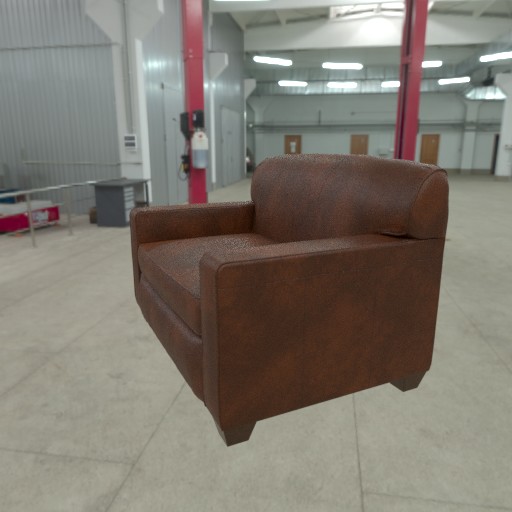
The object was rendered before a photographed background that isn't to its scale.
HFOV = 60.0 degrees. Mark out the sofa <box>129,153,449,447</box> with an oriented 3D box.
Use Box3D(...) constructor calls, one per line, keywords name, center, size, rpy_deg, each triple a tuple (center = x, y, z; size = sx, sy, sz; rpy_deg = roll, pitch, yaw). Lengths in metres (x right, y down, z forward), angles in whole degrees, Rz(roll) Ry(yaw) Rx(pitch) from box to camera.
Box3D(name="sofa", center=(0.000, 0.000, 2.135), size=(1.000, 0.956, 1.413), rpy_deg=(-7, 15, -25))
